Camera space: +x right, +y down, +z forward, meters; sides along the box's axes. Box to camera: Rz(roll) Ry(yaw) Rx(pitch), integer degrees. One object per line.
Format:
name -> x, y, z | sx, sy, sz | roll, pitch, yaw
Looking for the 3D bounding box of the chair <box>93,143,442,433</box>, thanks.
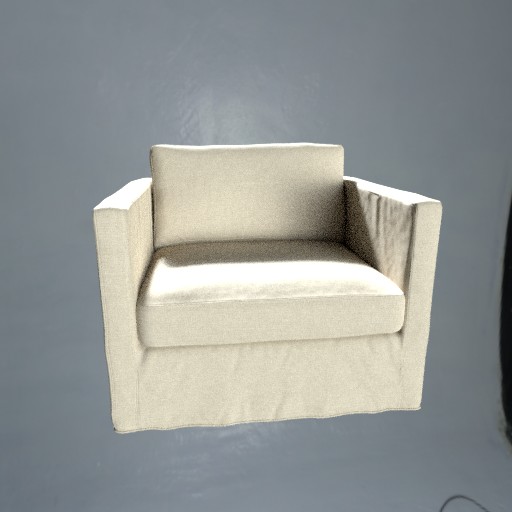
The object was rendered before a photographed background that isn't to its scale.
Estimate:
chair -> 0.000, 0.000, 1.770 | 1.057, 0.867, 0.949 | -2, 15, -7
